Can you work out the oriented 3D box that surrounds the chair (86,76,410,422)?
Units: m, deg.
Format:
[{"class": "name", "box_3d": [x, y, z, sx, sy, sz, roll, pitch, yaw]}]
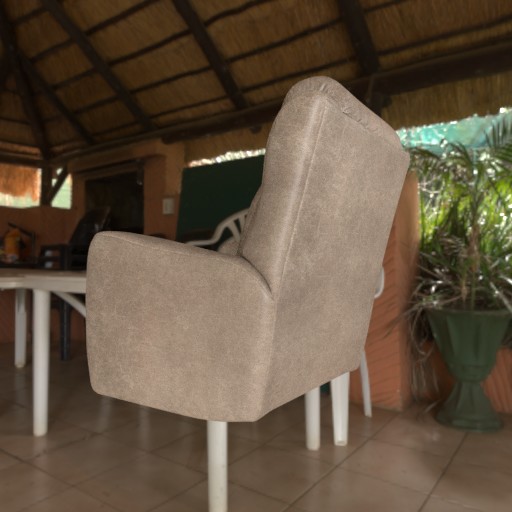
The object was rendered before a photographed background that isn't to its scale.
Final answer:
[{"class": "chair", "box_3d": [0.000, 0.000, 1.863, 1.068, 1.116, 0.967, -1, -1, 35]}]
